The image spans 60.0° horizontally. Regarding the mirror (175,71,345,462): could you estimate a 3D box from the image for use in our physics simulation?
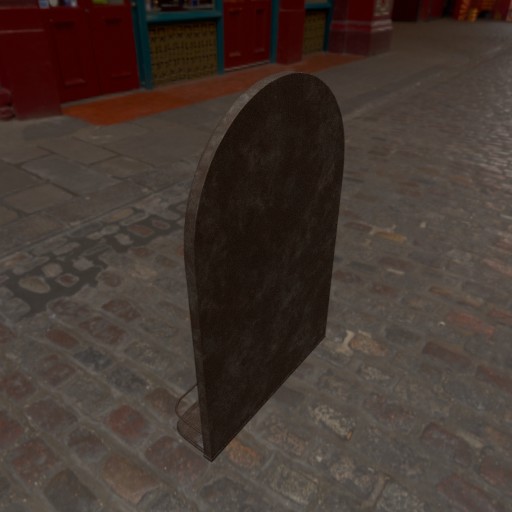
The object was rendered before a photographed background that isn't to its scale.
[{"bbox_3d":[0.000,0.000,0.980,0.137,0.770,0.510,22,38,31],"label":"mirror"}]
